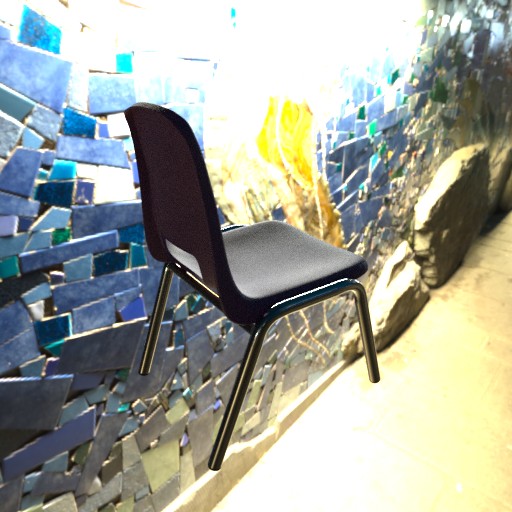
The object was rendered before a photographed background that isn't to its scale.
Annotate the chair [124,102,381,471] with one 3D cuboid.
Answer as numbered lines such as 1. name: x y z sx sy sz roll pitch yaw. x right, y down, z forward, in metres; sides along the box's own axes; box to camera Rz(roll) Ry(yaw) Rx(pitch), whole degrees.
1. chair: 0.000 0.000 0.856 0.419 0.584 0.356 -17 30 -32
